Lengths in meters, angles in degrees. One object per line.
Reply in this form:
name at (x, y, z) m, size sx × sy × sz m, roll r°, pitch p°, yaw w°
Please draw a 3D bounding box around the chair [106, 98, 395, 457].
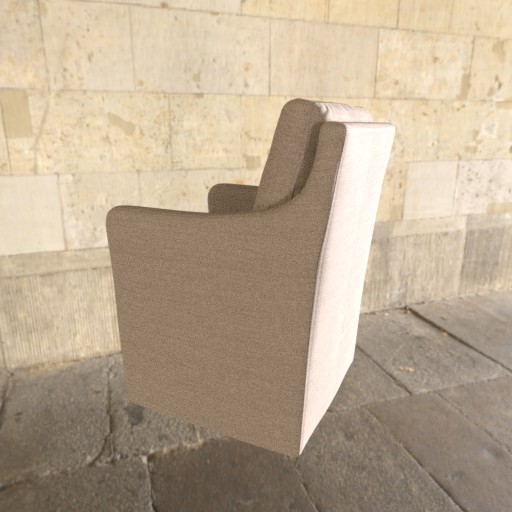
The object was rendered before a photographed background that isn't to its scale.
chair at (0.000, 0.000, 1.401) m, size 0.694 × 0.914 × 0.626 m, roll 8°, pitch 18°, yaw 25°
